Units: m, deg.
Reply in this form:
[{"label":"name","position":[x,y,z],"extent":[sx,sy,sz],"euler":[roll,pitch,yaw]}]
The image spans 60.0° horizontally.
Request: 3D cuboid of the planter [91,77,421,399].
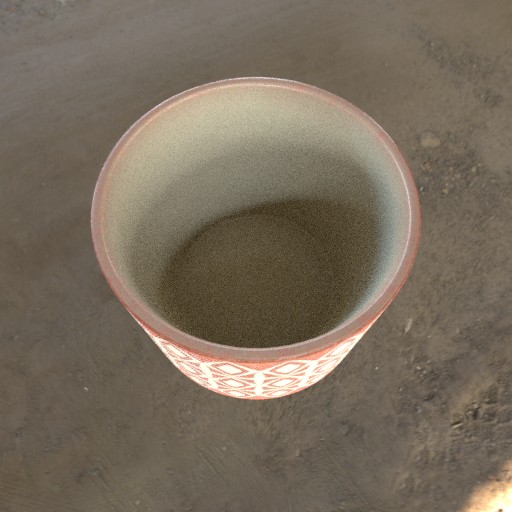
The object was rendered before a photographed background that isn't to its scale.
[{"label":"planter","position":[0.000,0.000,0.476],"extent":[0.273,0.237,0.273],"euler":[0,65,0]}]
